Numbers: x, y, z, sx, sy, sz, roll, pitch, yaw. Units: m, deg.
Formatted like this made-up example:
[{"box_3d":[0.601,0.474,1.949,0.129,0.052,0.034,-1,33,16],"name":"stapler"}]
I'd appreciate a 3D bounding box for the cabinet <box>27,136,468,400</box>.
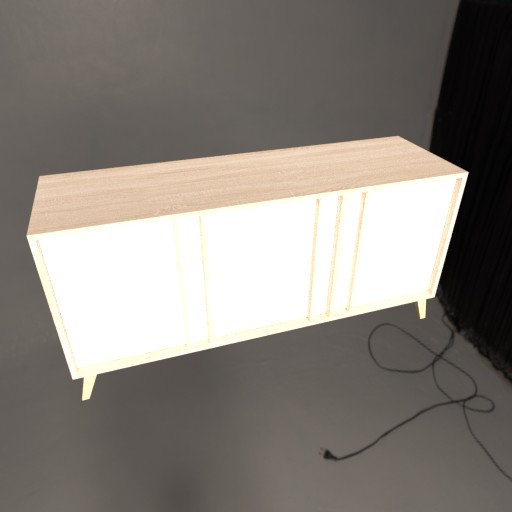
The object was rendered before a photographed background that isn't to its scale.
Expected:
[{"box_3d":[0.000,0.000,1.989,1.649,0.780,0.500,-10,34,-15],"name":"cabinet"}]
